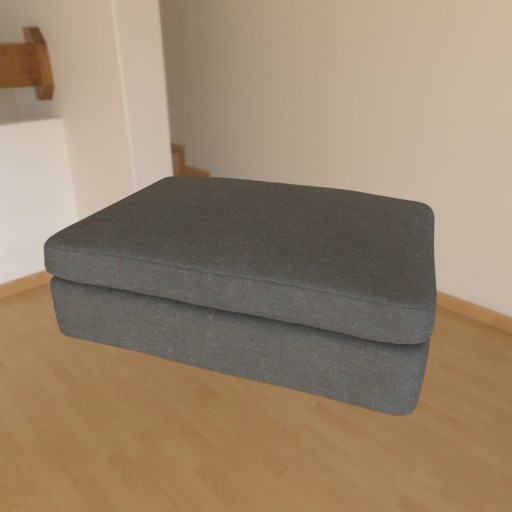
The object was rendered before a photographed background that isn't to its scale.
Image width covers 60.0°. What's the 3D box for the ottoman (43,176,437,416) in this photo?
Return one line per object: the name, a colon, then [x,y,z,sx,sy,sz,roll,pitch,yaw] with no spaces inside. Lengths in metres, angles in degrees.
ottoman: [0.000,0.000,1.607,1.199,0.429,0.840,9,27,17]
